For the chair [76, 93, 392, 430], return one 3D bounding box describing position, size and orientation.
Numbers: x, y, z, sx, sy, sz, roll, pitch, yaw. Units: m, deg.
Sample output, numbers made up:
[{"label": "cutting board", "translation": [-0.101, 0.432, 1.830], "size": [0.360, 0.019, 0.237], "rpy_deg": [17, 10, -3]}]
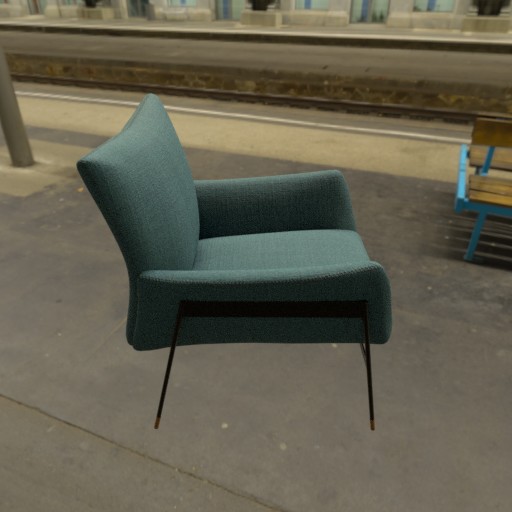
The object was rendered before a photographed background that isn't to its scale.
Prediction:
[{"label": "chair", "translation": [0.000, 0.000, 1.407], "size": [0.769, 0.859, 0.678], "rpy_deg": [0, 31, 0]}]
